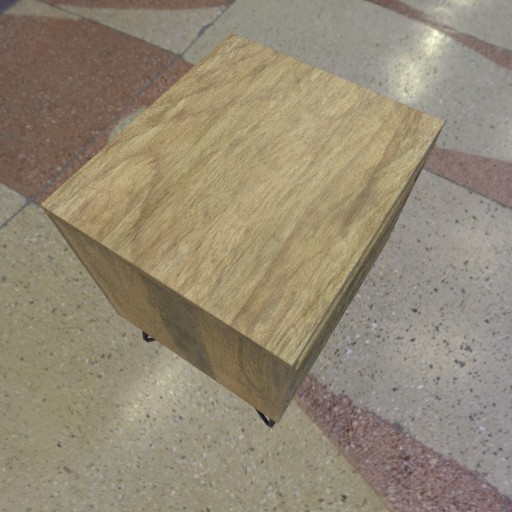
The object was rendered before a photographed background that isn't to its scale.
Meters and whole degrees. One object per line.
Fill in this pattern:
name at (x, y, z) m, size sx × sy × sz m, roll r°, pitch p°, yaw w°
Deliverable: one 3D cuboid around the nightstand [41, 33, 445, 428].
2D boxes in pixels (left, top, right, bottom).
nightstand at (0.000, 0.000, 0.885) m, size 0.406 × 0.559 × 0.457 m, roll 30°, pitch 65°, yaw 16°
